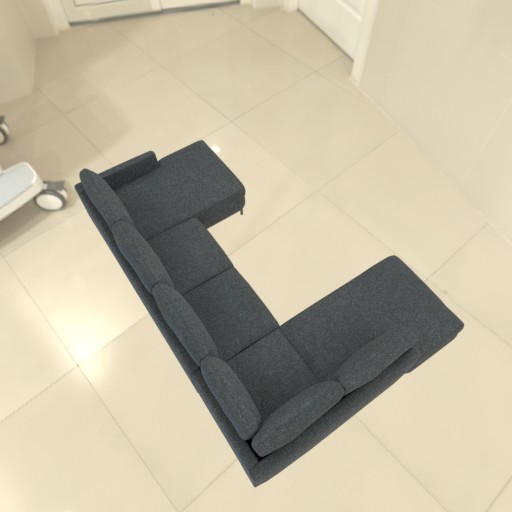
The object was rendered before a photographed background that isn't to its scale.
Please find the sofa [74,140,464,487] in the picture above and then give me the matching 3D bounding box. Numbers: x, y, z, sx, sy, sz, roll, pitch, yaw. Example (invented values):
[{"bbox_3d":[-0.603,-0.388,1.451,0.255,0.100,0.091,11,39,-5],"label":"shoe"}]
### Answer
[{"bbox_3d":[0.000,0.000,3.812,2.007,0.813,2.956,-30,63,-18],"label":"sofa"}]
